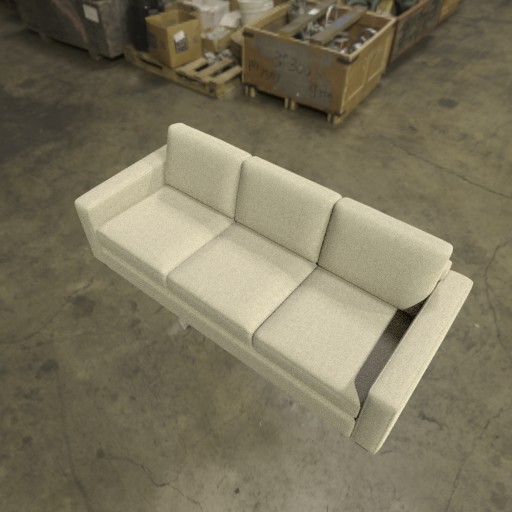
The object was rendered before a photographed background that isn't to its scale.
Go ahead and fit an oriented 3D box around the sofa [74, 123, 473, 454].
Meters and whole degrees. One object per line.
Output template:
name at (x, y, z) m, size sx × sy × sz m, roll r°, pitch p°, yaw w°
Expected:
sofa at (0.000, 0.000, 2.591) m, size 2.160 × 0.800 × 0.900 m, roll 30°, pitch 53°, yaw 25°
